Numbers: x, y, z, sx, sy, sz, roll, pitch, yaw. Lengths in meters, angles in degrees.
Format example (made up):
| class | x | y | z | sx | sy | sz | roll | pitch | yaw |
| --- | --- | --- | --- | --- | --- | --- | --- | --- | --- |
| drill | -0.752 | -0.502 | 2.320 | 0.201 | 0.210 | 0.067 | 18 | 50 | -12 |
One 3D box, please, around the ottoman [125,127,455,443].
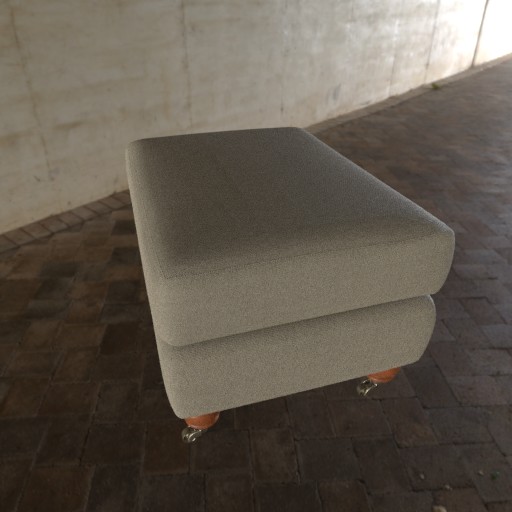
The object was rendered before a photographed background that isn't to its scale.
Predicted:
| class | x | y | z | sx | sy | sz | roll | pitch | yaw |
| --- | --- | --- | --- | --- | --- | --- | --- | --- | --- |
| ottoman | 0.000 | 0.000 | 1.139 | 0.569 | 0.504 | 0.773 | -9 | 32 | -15 |
